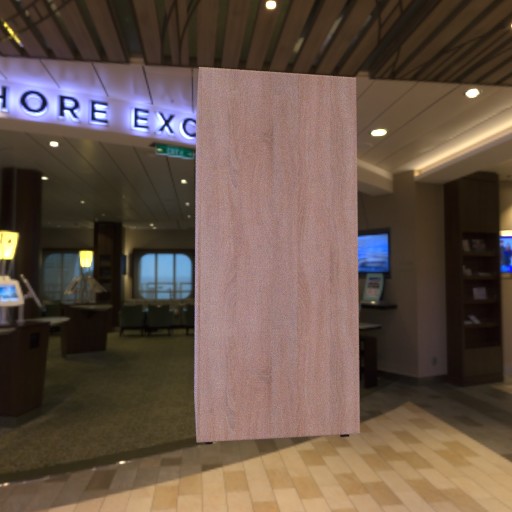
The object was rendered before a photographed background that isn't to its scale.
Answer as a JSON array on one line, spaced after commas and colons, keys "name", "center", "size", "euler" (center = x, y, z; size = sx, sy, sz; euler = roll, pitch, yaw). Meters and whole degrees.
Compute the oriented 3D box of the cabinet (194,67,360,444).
[{"name": "cabinet", "center": [0.000, 0.000, 2.922], "size": [1.327, 2.120, 1.094], "euler": [-2, -3, 36]}]
